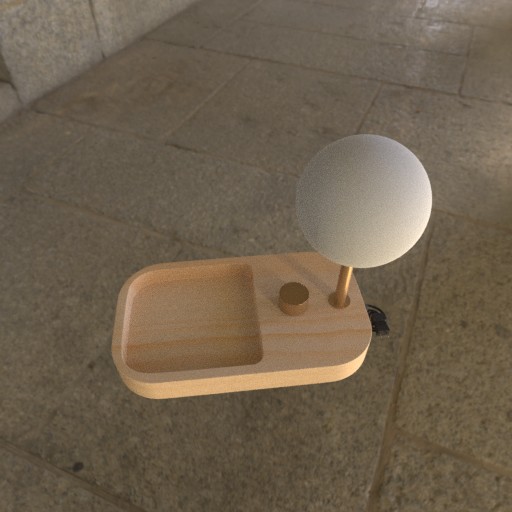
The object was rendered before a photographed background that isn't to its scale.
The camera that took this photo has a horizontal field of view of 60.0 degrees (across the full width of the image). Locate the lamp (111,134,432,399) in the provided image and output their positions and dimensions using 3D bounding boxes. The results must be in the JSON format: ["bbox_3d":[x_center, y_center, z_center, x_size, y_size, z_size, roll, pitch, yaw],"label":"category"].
[{"bbox_3d":[0.000,0.000,0.463,0.331,0.253,0.173,-4,47,-4],"label":"lamp"}]
